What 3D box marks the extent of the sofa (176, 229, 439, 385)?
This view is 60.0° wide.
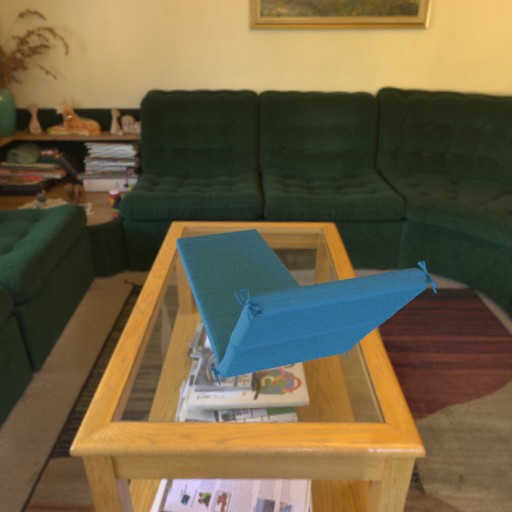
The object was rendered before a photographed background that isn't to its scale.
[{"bbox_3d":[0.000,0.000,1.960,0.582,0.622,1.663,-8,28,-15],"label":"sofa"}]
